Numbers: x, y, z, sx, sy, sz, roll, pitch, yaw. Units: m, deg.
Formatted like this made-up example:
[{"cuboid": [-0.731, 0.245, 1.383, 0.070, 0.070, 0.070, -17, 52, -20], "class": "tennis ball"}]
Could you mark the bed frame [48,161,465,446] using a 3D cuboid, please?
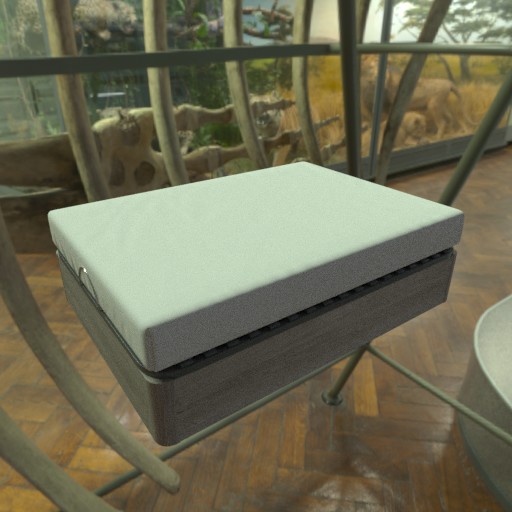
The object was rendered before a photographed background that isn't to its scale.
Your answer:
[{"cuboid": [0.000, 0.000, 2.564, 1.900, 0.561, 1.400, -18, 31, -31], "class": "bed frame"}]
